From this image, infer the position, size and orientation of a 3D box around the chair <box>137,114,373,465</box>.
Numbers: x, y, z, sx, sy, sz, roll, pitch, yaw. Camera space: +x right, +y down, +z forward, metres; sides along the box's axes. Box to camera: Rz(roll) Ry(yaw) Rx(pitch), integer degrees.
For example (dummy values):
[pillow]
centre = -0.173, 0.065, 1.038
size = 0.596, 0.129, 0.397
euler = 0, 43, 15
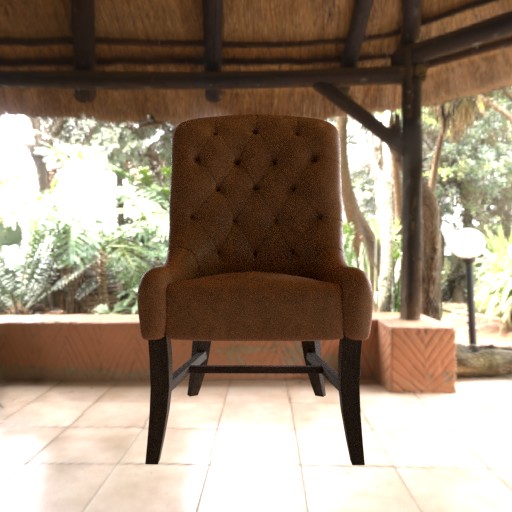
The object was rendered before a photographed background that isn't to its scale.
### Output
[chair]
centre = 0.000, 0.000, 1.467
size = 0.634, 1.091, 0.629
euler = 0, 0, 1
